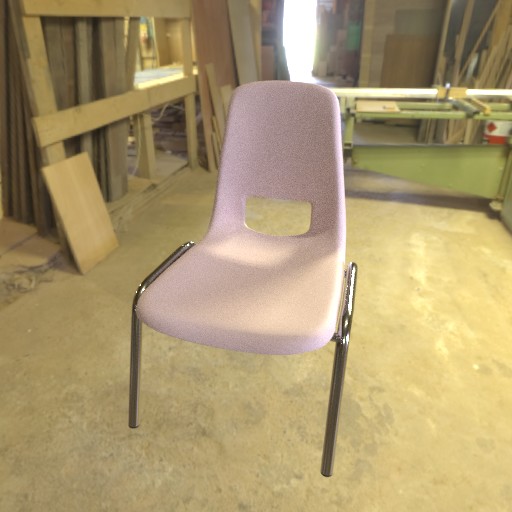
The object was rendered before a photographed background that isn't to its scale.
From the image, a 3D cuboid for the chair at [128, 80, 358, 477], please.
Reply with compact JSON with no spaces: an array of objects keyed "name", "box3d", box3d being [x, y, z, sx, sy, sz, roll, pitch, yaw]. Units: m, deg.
[{"name":"chair","box3d":[0.000,0.000,0.768,0.354,0.537,0.385,7,27,15]}]
